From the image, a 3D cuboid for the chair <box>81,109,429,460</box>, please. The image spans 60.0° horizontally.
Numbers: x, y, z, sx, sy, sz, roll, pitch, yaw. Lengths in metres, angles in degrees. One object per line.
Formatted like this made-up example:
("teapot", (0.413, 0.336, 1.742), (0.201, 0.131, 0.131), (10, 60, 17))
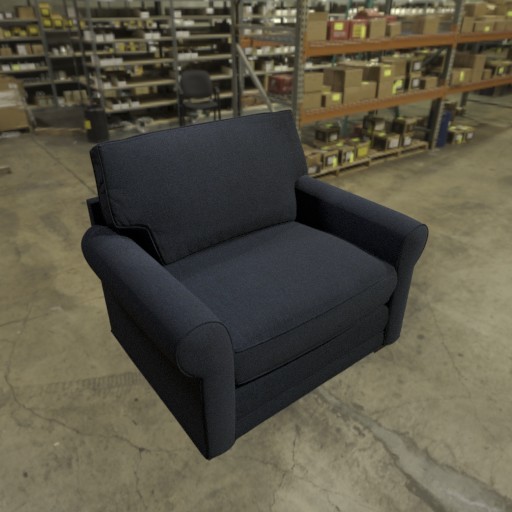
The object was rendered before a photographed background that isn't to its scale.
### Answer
("chair", (0.000, 0.000, 1.985), (1.285, 1.044, 0.963), (-21, 36, -32))
